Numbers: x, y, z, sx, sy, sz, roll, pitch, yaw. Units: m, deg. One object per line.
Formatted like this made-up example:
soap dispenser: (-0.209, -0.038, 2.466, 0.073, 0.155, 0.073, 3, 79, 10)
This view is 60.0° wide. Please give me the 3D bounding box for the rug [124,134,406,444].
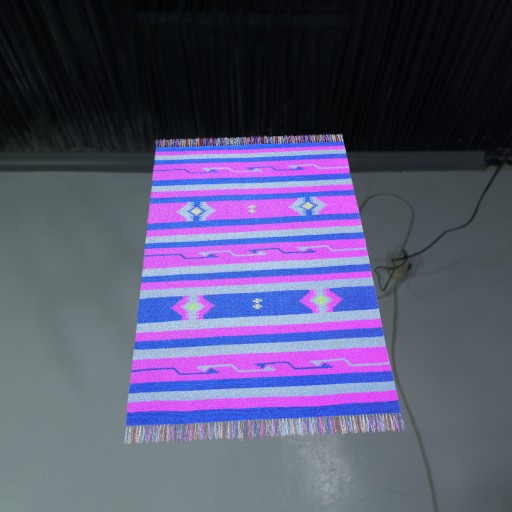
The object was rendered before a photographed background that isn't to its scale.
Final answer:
rug: (0.000, 0.000, 3.019, 1.539, 0.013, 2.350, -2, 58, -1)
